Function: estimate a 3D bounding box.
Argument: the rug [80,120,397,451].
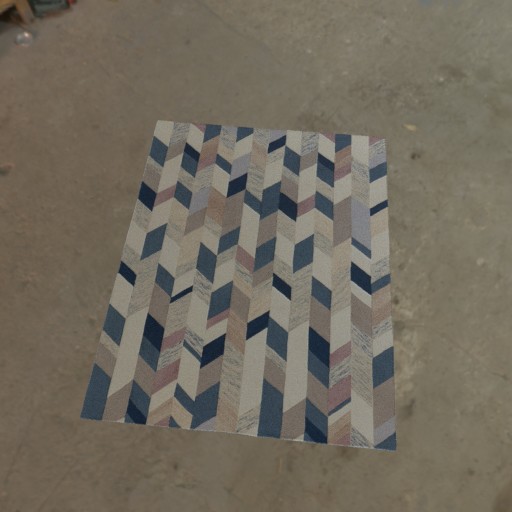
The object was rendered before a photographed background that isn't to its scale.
[{"bbox_3d":[0.000,0.000,4.055,2.451,0.011,3.072,5,63,3],"label":"rug"}]
